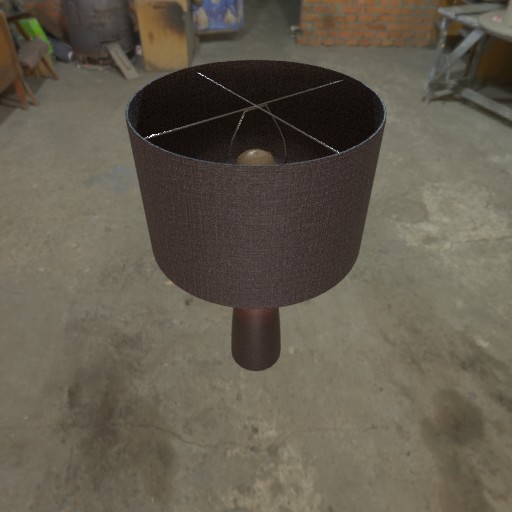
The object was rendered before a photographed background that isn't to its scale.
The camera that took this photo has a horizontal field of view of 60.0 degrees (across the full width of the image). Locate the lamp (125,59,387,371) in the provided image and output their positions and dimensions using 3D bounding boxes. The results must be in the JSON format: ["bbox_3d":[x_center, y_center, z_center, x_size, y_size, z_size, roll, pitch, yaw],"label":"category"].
[{"bbox_3d":[0.000,0.000,0.686,0.303,0.488,0.303,0,41,0],"label":"lamp"}]
